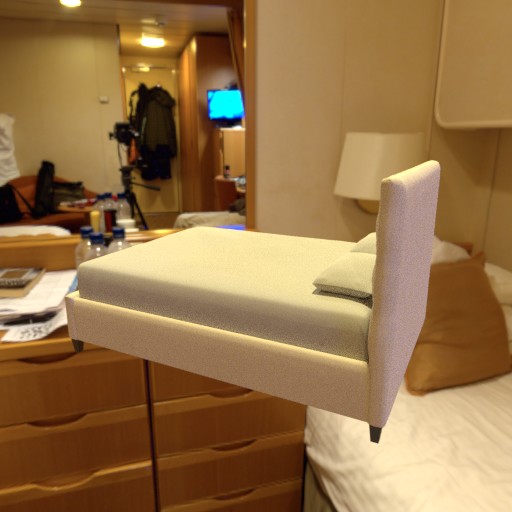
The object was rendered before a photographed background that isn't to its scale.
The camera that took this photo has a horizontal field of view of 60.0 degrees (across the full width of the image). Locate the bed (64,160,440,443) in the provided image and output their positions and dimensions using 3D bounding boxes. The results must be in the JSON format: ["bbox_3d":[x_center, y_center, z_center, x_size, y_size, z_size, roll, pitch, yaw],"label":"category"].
[{"bbox_3d":[0.000,0.000,3.430,2.387,1.427,1.698,8,17,26],"label":"bed"}]
